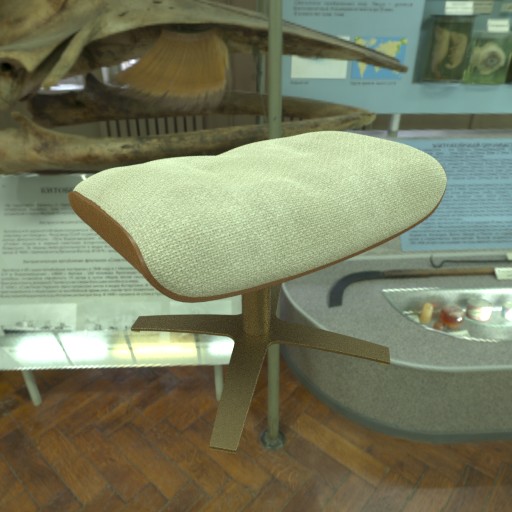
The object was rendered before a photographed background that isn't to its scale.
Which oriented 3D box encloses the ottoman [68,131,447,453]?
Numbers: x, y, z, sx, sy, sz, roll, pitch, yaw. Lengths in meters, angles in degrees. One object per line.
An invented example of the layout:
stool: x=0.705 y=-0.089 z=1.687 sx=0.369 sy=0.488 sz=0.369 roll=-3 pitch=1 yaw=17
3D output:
ottoman: x=0.000 y=0.000 z=0.792 sx=0.520 sy=0.391 sz=0.394 roll=-18 pitch=34 yaw=-29
